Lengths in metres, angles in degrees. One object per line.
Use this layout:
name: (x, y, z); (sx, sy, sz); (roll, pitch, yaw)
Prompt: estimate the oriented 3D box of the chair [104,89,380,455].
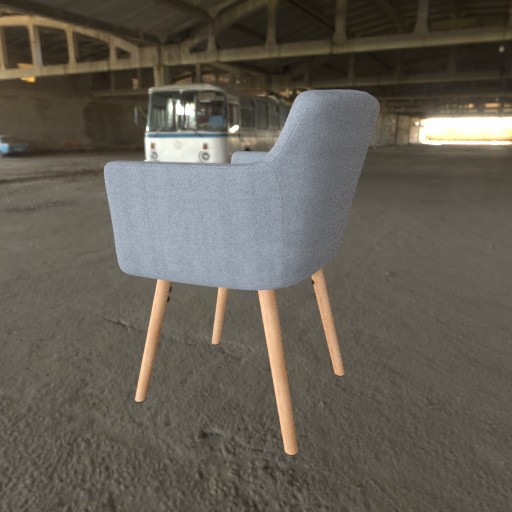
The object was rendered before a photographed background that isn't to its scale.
chair: (0.000, 0.000, 1.142); (0.540, 0.780, 0.570); (8, 17, 26)
